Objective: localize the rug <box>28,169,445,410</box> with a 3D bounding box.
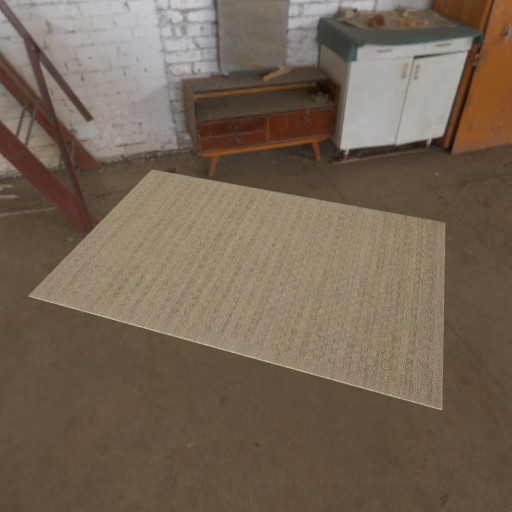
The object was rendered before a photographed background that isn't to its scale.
[{"bbox_3d":[0.000,0.000,2.170,1.752,0.006,1.142,12,43,14],"label":"rug"}]
